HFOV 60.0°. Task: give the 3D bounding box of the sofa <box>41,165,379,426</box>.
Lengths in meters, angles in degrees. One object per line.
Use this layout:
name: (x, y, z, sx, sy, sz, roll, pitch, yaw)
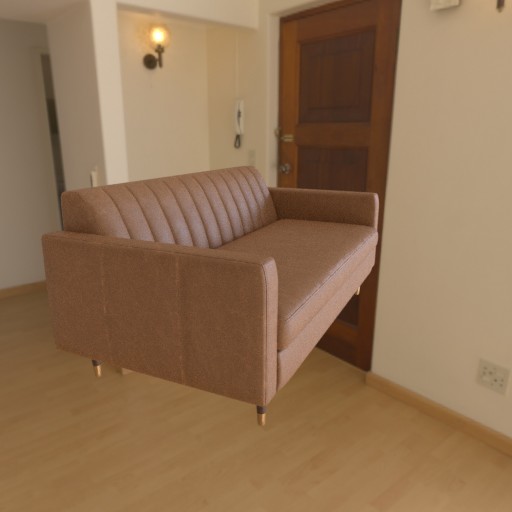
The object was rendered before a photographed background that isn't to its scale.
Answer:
sofa: (0.000, 0.000, 2.351, 0.993, 0.821, 1.847, 7, 17, 24)
